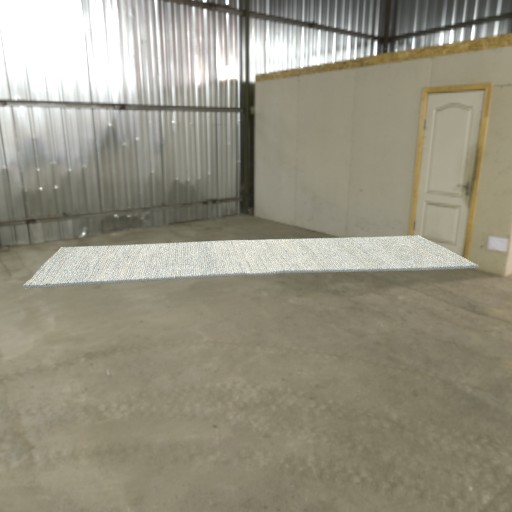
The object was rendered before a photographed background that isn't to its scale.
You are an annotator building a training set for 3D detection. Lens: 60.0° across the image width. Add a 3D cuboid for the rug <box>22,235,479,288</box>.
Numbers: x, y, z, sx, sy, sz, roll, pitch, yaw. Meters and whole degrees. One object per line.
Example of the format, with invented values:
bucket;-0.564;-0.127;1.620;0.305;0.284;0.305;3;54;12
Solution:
rug;0.000;0.000;2.560;2.341;0.037;0.675;-2;17;-7
